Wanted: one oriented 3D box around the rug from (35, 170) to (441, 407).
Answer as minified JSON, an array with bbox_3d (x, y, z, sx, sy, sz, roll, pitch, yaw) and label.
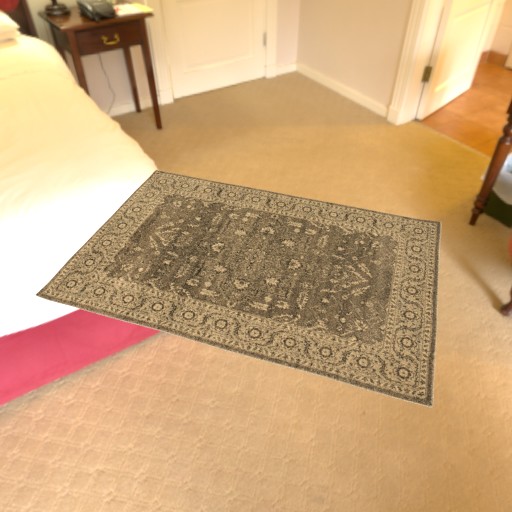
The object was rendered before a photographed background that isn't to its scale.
[{"bbox_3d":[0.000,0.000,2.320,1.828,0.019,1.209,13,44,14],"label":"rug"}]
